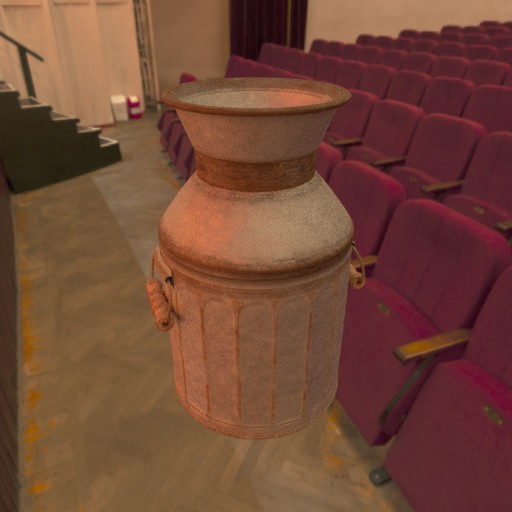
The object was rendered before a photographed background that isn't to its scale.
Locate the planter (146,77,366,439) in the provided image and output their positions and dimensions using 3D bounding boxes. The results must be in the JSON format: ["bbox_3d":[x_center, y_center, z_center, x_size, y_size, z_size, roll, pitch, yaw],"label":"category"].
[{"bbox_3d":[0.000,0.000,0.505,0.248,0.358,0.215,-10,31,-17],"label":"planter"}]
